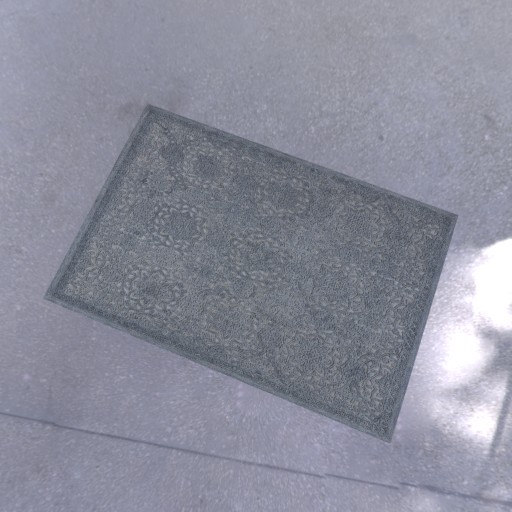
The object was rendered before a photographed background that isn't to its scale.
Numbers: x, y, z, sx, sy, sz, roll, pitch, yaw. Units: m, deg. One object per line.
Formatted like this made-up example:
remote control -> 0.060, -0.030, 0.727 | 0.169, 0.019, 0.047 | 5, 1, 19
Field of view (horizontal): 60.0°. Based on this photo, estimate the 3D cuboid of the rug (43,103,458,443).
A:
rug -> 0.000, 0.000, 2.286 | 1.819, 0.012, 1.208 | 21, 76, 6
